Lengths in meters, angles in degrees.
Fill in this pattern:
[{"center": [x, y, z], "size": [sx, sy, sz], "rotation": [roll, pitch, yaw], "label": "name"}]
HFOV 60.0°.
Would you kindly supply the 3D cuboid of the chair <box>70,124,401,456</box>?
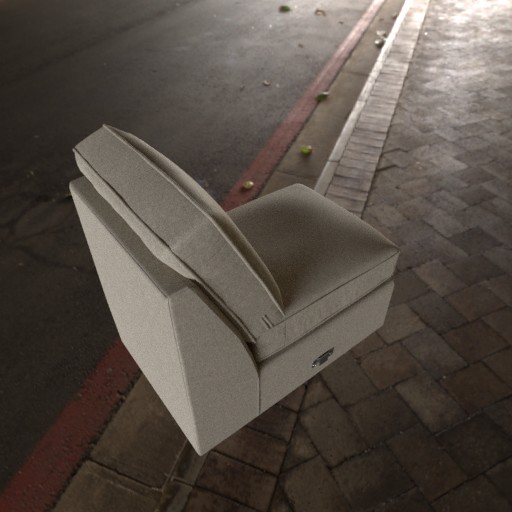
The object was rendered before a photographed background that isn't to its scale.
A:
[{"center": [0.000, 0.000, 1.689], "size": [1.020, 1.058, 0.674], "rotation": [-27, 48, -27], "label": "chair"}]
